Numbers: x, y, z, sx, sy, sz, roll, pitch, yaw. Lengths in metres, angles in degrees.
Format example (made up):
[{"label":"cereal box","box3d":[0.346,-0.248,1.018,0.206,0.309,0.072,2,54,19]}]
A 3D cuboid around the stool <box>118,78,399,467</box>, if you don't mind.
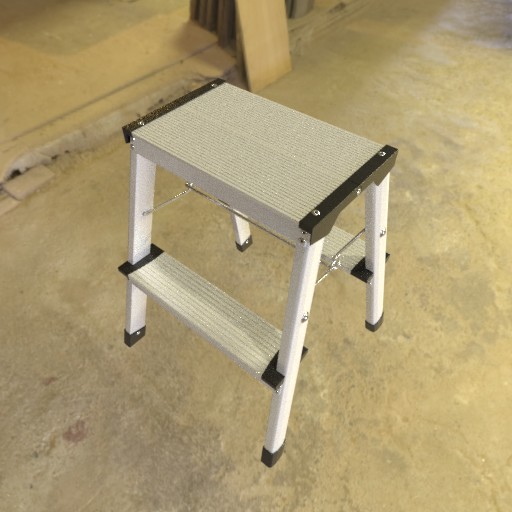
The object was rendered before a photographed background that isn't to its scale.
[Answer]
[{"label":"stool","box3d":[0.000,0.000,0.789,0.404,0.480,0.405,31,54,26]}]
